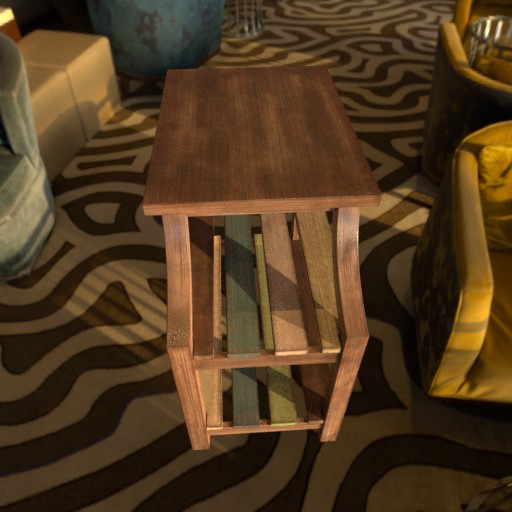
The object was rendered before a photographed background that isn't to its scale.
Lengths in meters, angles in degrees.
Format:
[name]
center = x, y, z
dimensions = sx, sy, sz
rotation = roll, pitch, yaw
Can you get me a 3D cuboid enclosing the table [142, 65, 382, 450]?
[table]
center = 0.000, 0.000, 0.982
dimensions = 0.356, 0.584, 0.609
rotation = -3, 45, -3
